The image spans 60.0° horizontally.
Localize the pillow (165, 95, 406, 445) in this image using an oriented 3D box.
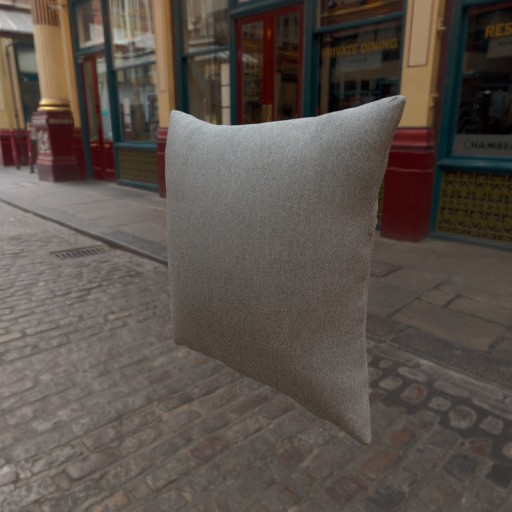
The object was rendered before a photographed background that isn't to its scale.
[{"bbox_3d":[0.000,0.000,0.672,0.433,0.436,0.173,15,21,43],"label":"pillow"}]
